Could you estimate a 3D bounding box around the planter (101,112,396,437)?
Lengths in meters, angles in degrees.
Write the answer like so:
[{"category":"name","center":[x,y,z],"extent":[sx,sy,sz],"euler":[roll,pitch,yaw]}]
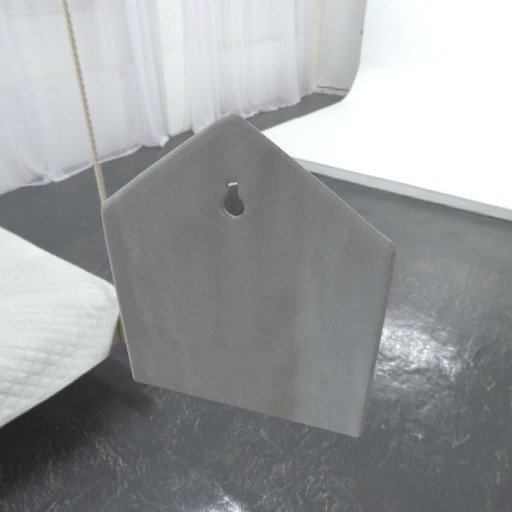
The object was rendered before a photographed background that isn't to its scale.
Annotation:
[{"category":"planter","center":[0.000,0.000,0.279],"extent":[0.163,0.194,0.080],"euler":[9,32,15]}]
